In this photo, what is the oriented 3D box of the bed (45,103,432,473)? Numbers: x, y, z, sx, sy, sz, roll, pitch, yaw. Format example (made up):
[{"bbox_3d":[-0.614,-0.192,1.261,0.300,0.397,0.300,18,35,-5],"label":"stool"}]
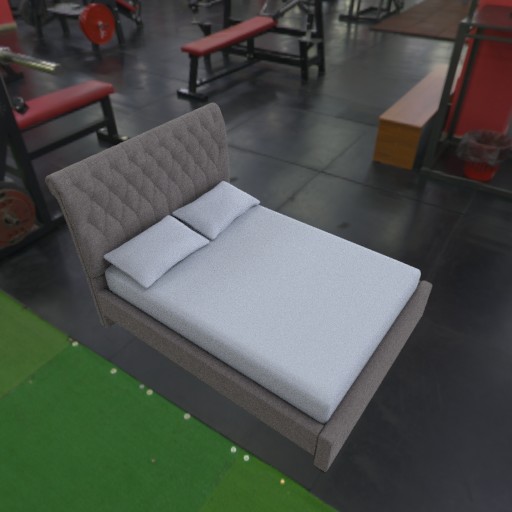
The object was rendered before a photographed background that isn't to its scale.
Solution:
[{"bbox_3d":[0.000,0.000,3.312,2.252,1.371,1.645,25,45,27],"label":"bed"}]
